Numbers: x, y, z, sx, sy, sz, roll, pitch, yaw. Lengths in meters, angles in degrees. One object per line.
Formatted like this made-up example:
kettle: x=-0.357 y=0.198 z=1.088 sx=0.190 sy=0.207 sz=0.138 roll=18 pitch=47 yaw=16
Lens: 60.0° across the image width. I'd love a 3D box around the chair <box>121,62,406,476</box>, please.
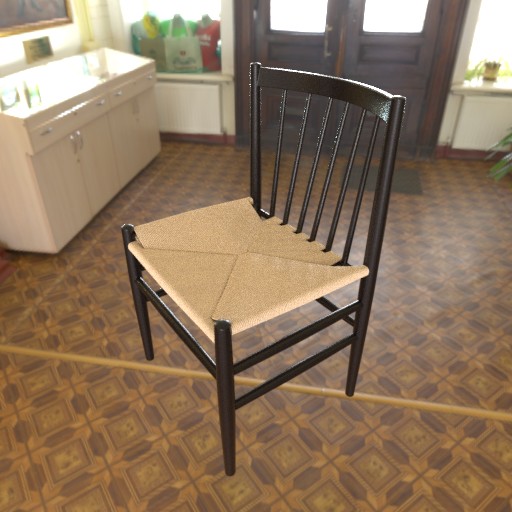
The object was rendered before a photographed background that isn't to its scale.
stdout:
chair: x=0.000 y=0.000 z=1.119 sx=0.516 sy=0.818 sz=0.495 roll=-21 pitch=38 yaw=-29
